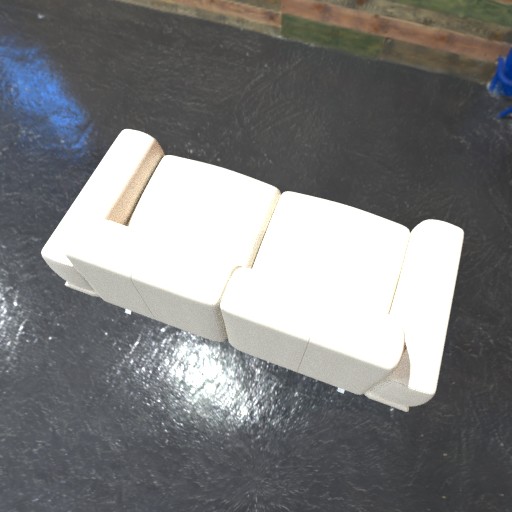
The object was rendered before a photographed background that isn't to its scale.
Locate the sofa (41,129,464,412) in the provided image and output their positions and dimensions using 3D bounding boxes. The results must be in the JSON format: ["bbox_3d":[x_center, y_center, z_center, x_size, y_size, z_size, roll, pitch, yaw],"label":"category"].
[{"bbox_3d":[0.000,0.000,2.283,1.901,0.772,0.900,18,64,9],"label":"sofa"}]
